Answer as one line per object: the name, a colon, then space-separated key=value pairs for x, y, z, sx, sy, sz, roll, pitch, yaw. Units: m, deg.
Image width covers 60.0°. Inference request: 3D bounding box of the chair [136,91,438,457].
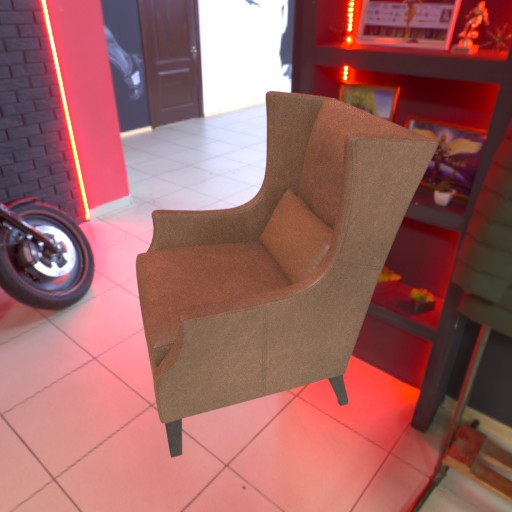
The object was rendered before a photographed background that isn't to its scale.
chair: x=0.000 y=0.000 z=1.717 sx=0.913 sy=1.088 sz=0.815 roll=-9 pitch=31 yaw=-15
